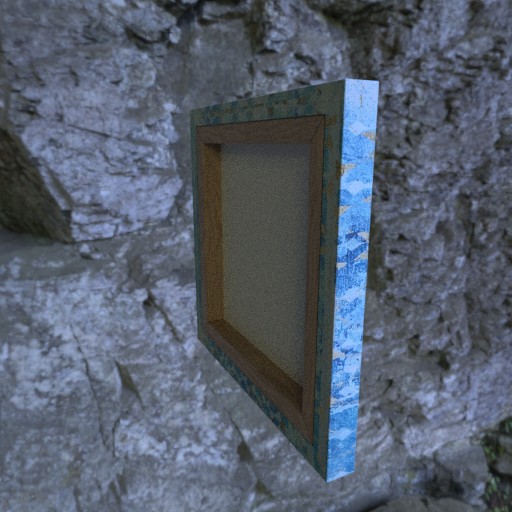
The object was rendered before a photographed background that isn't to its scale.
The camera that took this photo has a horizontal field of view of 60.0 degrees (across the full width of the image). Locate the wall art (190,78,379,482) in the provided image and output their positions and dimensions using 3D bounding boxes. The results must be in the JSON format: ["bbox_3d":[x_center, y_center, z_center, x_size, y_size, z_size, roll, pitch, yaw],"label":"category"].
[{"bbox_3d":[0.000,0.000,0.606,0.037,0.405,0.405,-7,16,-26],"label":"wall art"}]
